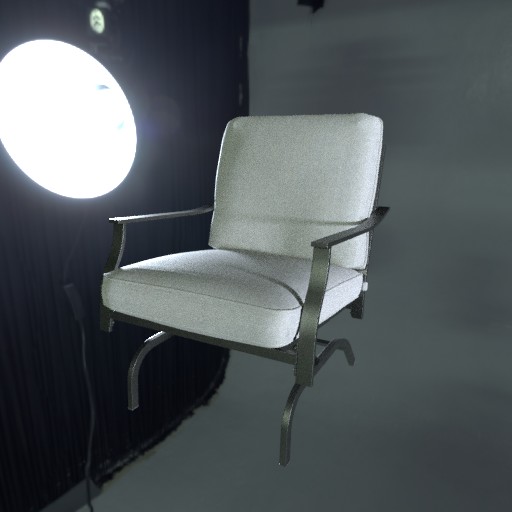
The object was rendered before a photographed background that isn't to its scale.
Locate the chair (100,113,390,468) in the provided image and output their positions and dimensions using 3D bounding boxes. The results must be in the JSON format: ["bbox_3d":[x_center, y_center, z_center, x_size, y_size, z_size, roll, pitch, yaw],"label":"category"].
[{"bbox_3d":[0.000,0.000,1.373,0.650,0.860,0.787,8,16,28],"label":"chair"}]
